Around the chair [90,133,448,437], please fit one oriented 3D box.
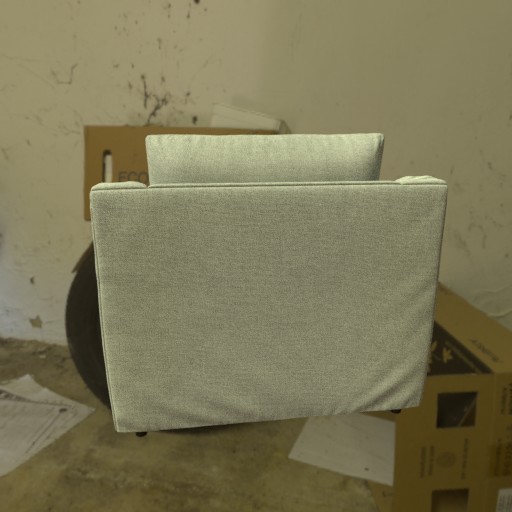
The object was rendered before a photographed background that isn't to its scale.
[{"bbox_3d":[0.000,0.000,1.994,1.194,1.059,1.071,-2,15,-8],"label":"chair"}]
